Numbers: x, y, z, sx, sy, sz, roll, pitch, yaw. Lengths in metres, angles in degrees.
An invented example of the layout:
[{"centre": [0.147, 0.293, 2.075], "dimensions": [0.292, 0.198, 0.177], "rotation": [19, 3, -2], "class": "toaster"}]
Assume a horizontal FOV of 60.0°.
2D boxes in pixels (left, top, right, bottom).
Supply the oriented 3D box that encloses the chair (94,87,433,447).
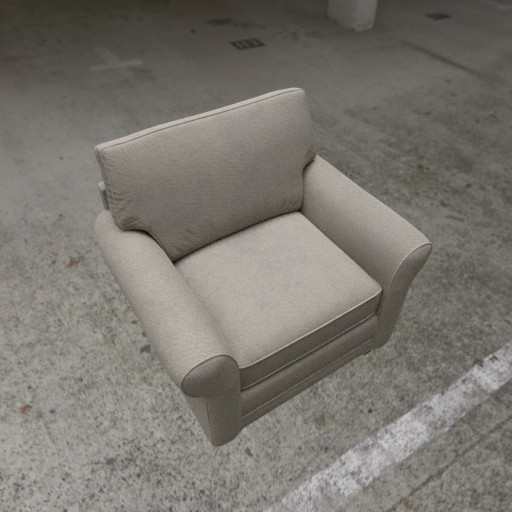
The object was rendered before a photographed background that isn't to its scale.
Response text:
[{"centre": [0.000, 0.000, 1.918], "dimensions": [1.147, 1.044, 0.939], "rotation": [-24, 50, -22], "class": "chair"}]
